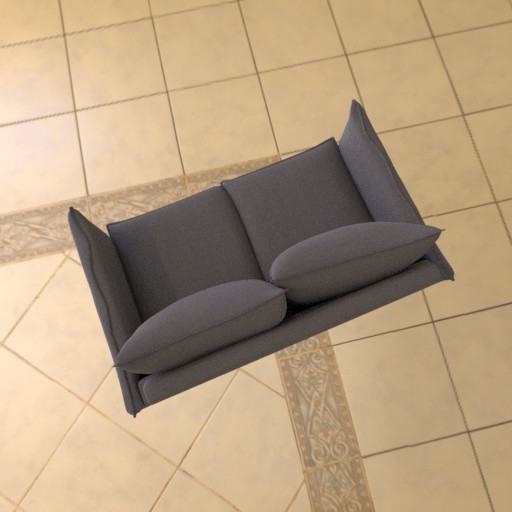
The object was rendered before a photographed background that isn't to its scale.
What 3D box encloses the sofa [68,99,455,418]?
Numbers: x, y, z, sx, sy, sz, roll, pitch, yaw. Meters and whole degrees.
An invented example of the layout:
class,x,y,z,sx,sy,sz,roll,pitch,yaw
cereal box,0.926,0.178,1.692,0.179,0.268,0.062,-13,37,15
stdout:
class,x,y,z,sx,sy,sz,roll,pitch,yaw
sofa,0.000,0.000,1.853,1.300,0.840,0.820,-22,78,-5
